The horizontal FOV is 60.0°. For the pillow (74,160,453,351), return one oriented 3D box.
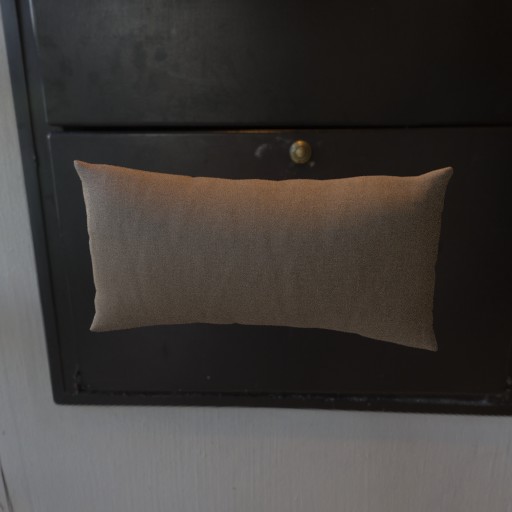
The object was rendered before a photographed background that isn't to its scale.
[{"bbox_3d":[0.000,0.000,0.738,0.612,0.308,0.148,2,16,7],"label":"pillow"}]
